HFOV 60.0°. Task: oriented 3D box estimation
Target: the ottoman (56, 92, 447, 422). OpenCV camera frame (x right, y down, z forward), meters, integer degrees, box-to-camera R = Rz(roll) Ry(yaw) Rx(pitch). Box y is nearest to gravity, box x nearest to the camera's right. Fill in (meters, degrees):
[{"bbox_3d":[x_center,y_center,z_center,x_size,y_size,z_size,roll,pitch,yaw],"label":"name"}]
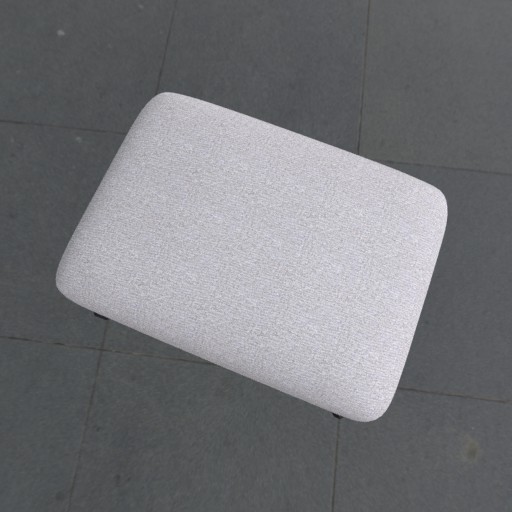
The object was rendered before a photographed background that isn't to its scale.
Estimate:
[{"bbox_3d":[0.000,0.000,1.096,0.772,0.420,0.568,21,76,6],"label":"ottoman"}]
